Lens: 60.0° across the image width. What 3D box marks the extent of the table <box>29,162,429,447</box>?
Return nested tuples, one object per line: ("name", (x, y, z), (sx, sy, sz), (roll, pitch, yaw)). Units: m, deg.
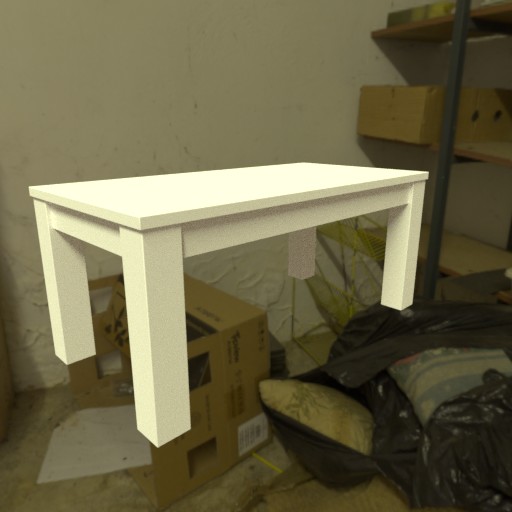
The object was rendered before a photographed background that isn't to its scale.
("table", (0.000, 0.000, 2.273), (1.800, 0.790, 0.900), (-15, 22, -42))
